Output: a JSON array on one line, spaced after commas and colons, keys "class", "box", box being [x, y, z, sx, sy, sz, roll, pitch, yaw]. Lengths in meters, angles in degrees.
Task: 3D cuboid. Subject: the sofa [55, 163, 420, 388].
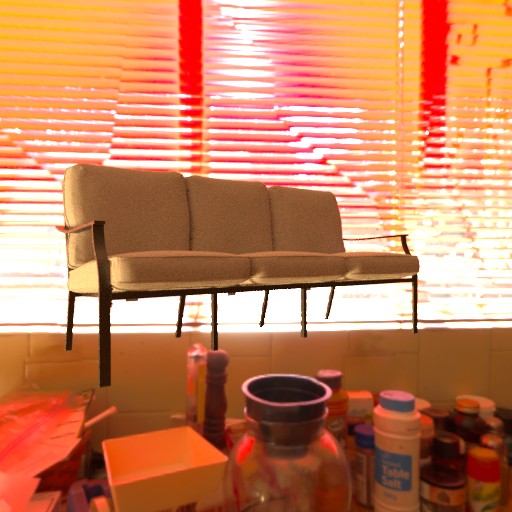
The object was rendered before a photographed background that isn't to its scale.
[{"class": "sofa", "box": [0.000, 0.000, 2.229, 1.740, 0.860, 0.787, 0, 0, -36]}]
